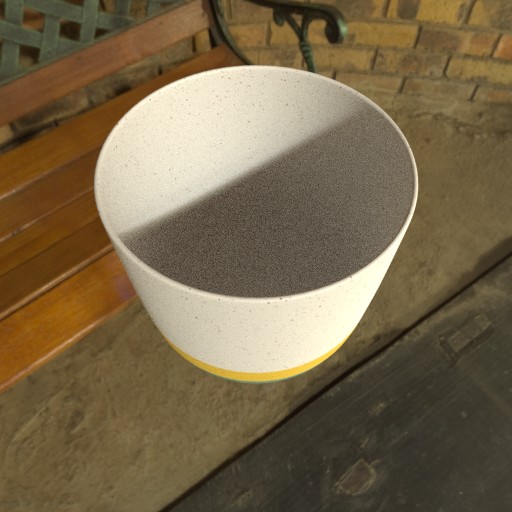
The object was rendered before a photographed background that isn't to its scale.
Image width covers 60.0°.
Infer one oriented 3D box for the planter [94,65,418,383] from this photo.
[{"bbox_3d":[0.000,0.000,0.359,0.195,0.214,0.195,0,57,0],"label":"planter"}]
